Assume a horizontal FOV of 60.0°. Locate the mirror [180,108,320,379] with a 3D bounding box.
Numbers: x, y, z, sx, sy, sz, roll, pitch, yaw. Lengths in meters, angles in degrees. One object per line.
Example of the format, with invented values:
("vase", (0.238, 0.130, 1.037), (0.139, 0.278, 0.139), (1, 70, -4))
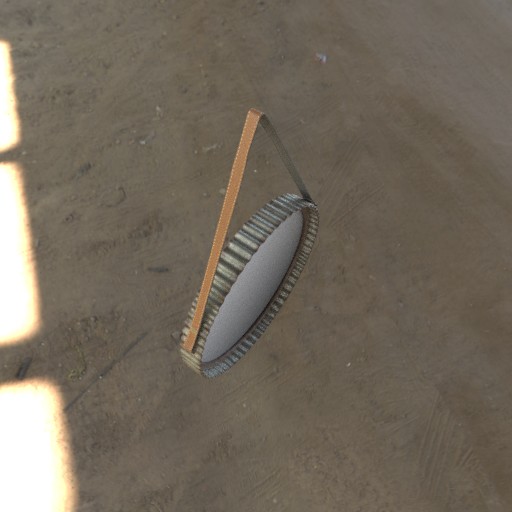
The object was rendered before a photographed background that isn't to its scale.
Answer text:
("mirror", (0.000, 0.000, 0.704), (0.042, 0.568, 0.355), (32, 63, 18))
